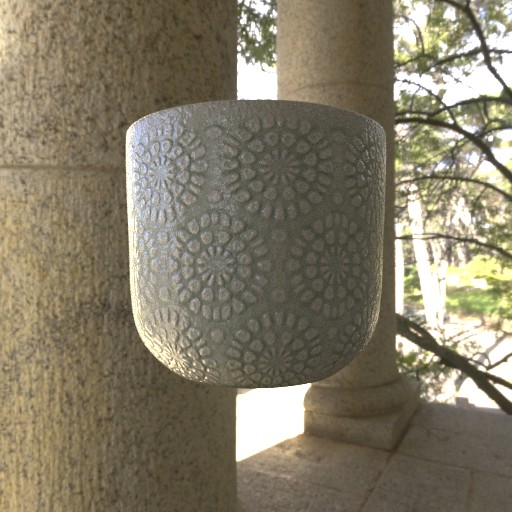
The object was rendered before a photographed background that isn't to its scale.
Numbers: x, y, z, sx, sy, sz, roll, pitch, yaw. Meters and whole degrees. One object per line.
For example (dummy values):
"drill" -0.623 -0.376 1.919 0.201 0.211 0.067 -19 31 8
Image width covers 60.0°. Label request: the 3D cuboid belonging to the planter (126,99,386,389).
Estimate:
"planter" 0.000 0.000 0.300 0.169 0.153 0.169 0 0 0
